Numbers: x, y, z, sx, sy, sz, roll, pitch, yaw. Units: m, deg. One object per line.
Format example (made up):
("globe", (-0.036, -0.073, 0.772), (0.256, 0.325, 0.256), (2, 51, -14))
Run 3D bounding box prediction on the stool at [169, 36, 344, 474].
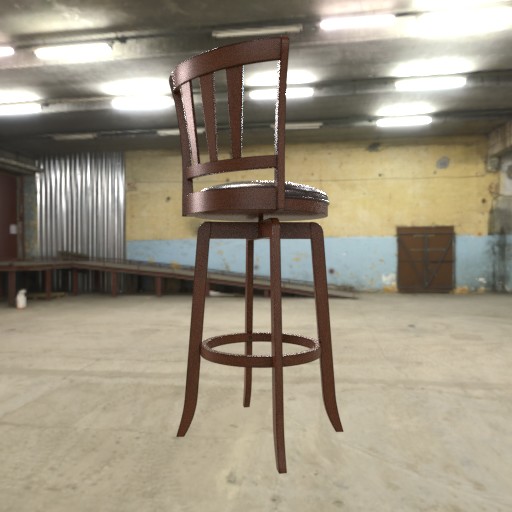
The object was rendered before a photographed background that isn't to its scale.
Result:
("stool", (0.000, 0.000, 1.447), (0.464, 1.177, 0.503), (0, 0, 37))
